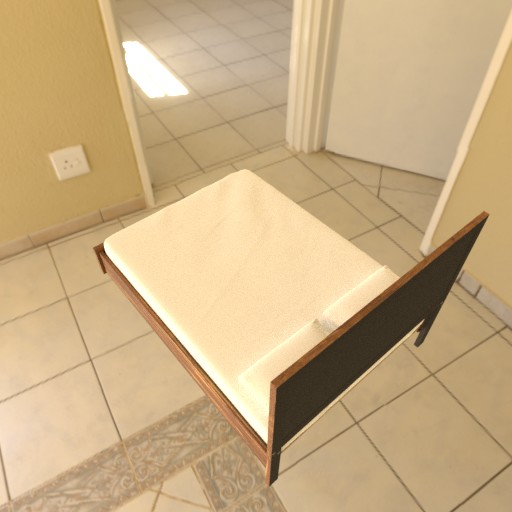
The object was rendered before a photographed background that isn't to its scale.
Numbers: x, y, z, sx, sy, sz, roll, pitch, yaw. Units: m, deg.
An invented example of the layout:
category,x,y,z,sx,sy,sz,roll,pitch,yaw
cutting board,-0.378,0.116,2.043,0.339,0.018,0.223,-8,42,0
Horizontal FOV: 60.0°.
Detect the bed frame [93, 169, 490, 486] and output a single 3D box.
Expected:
category,x,y,z,sx,sy,sz,roll,pitch,yaw
bed frame,0.000,0.000,3.352,1.696,1.417,2.276,-32,55,-26
